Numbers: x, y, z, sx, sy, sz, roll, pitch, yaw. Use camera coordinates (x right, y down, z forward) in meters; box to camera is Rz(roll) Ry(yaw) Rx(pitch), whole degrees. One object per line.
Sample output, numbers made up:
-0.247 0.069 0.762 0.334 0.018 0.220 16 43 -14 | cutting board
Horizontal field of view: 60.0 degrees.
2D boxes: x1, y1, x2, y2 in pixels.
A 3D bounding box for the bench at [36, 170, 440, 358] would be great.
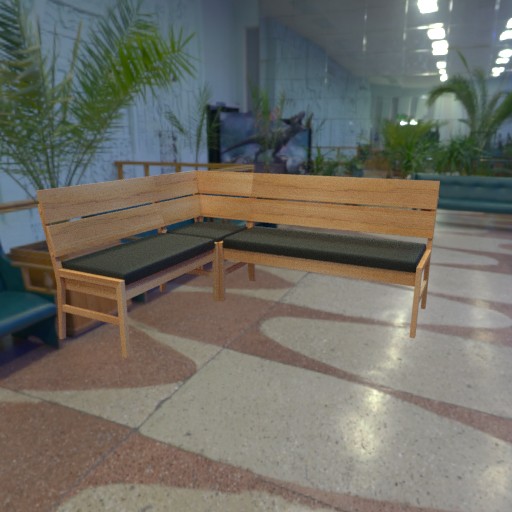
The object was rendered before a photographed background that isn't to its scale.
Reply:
0.000 0.000 2.807 1.948 0.890 1.548 8 17 26 | bench
